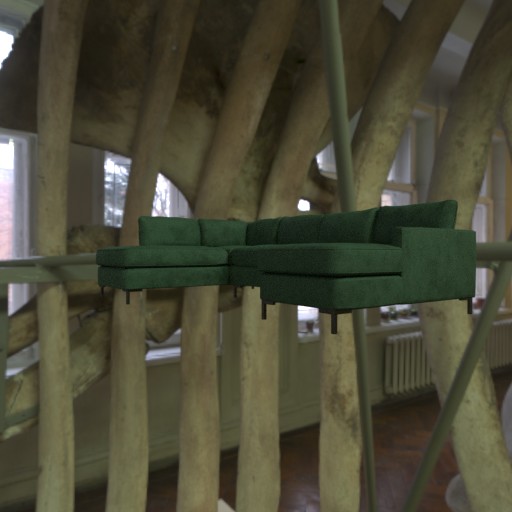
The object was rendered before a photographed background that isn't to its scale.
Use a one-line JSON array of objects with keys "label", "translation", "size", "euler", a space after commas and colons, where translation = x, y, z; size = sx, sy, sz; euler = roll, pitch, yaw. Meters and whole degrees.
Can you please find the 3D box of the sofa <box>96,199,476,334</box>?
[{"label": "sofa", "translation": [0.000, 0.000, 3.922], "size": [1.992, 0.861, 2.994], "euler": [0, 0, -35]}]
